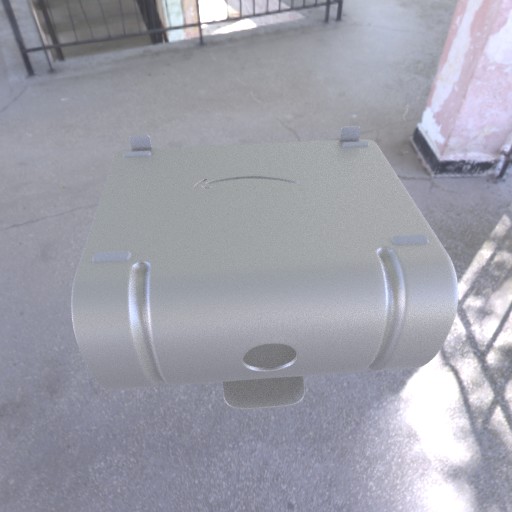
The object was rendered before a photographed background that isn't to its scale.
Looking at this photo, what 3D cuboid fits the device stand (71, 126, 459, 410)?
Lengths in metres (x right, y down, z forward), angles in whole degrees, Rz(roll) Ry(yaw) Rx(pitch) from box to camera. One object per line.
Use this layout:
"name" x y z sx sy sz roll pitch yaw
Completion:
"device stand" 0.000 0.000 0.393 0.256 0.155 0.236 -3 46 -3
